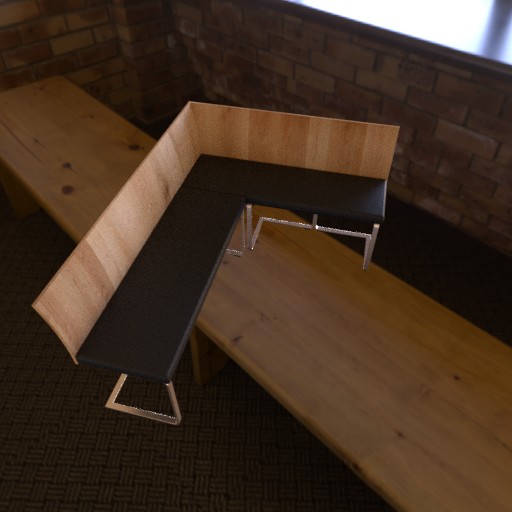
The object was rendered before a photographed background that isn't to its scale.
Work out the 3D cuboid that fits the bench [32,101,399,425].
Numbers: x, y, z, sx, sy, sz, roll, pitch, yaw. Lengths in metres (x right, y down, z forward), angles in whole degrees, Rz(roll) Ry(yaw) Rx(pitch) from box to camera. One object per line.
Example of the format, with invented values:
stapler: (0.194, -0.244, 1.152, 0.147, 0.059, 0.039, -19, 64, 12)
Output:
bench: (0.000, 0.000, 2.761, 1.495, 0.930, 1.945, 10, 46, 10)
